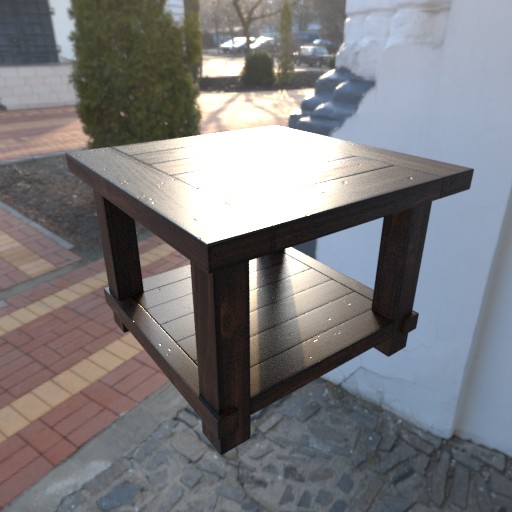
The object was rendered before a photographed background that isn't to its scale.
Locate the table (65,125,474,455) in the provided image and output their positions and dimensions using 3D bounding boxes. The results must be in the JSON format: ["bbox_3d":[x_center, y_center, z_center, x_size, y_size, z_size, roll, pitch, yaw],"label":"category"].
[{"bbox_3d":[0.000,0.000,1.004,0.593,0.437,0.606,-18,31,-32],"label":"table"}]
